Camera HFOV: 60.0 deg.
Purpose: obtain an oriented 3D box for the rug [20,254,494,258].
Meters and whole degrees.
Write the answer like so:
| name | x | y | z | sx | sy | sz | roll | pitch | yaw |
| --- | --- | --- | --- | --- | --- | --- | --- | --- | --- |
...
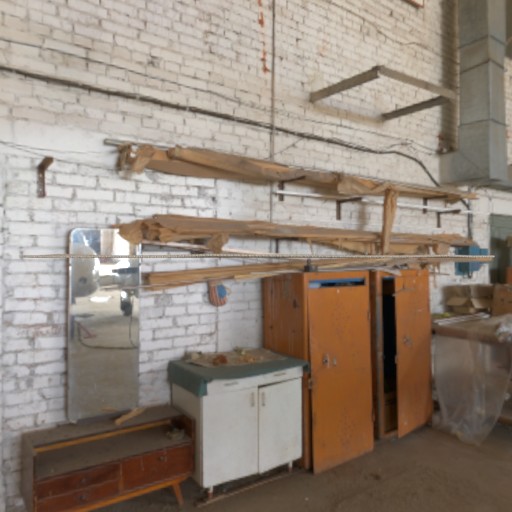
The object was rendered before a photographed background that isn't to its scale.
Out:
| name | x | y | z | sx | sy | sz | roll | pitch | yaw |
| --- | --- | --- | --- | --- | --- | --- | --- | --- | --- |
| rug | 0.000 | 0.000 | 1.058 | 0.869 | 0.008 | 0.511 | 0 | 0 | 0 |
